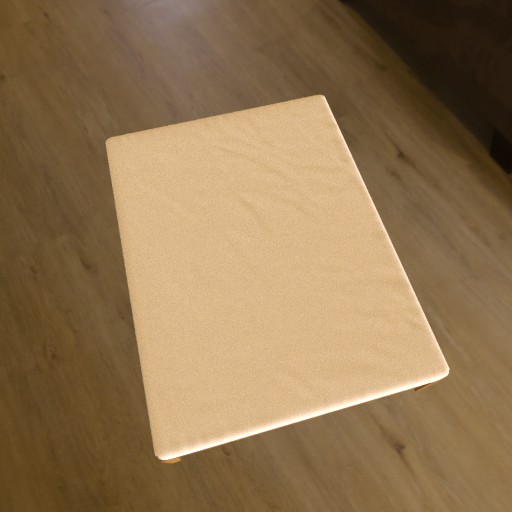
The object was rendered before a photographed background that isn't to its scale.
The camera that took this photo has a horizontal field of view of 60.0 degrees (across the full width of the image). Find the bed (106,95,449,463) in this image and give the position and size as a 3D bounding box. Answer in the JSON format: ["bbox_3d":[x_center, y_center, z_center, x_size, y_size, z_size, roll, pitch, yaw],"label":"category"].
[{"bbox_3d":[0.000,0.000,2.773,1.536,0.431,2.016,-14,65,-7],"label":"bed"}]
